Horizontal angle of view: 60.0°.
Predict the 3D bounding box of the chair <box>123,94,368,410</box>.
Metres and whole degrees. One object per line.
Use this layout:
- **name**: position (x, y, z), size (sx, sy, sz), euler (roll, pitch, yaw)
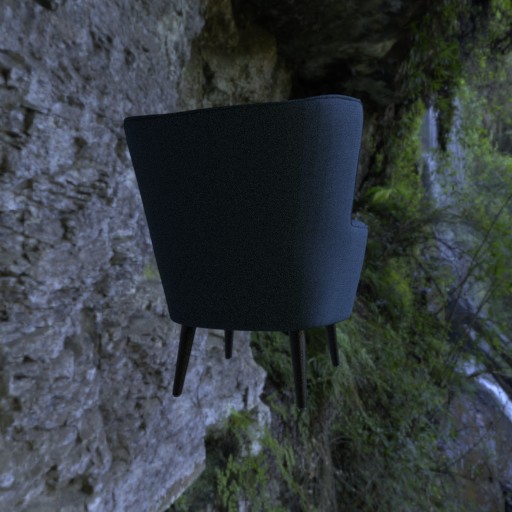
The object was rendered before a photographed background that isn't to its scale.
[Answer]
- **chair**: position (0.000, 0.000, 1.609), size (0.781, 0.933, 0.888), euler (0, 0, 17)
